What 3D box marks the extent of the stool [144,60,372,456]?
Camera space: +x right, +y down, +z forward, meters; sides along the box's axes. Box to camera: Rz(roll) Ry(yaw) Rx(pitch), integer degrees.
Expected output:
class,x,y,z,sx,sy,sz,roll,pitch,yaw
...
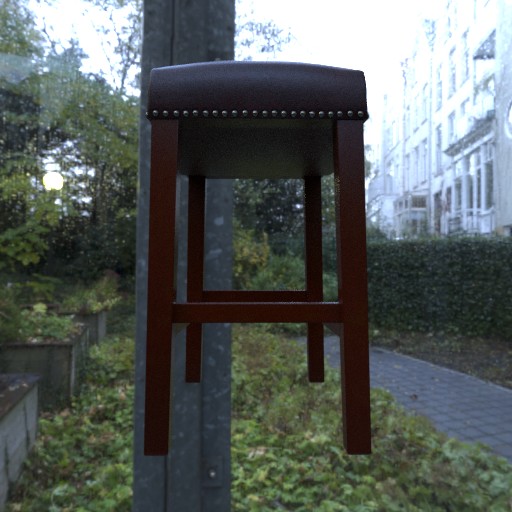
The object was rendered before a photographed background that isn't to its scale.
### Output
class,x,y,z,sx,sy,sz,roll,pitch,yaw
stool,0.000,0.000,0.967,0.372,0.657,0.504,0,-2,-1
